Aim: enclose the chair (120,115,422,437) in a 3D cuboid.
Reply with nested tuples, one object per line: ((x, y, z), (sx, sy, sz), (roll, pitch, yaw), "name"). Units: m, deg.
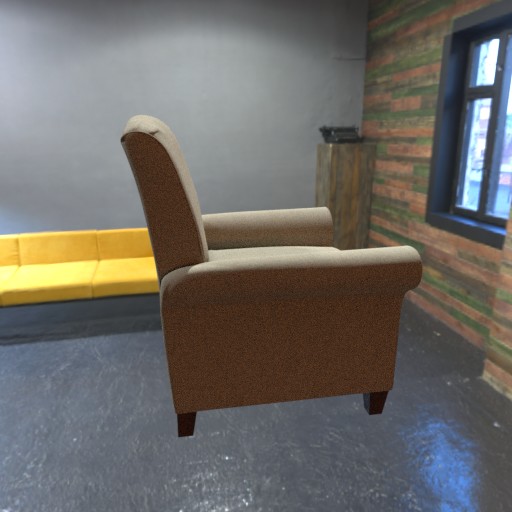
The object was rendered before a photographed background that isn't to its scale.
((0.000, 0.000, 1.765), (0.905, 1.061, 0.978), (-3, 15, -10), "chair")
